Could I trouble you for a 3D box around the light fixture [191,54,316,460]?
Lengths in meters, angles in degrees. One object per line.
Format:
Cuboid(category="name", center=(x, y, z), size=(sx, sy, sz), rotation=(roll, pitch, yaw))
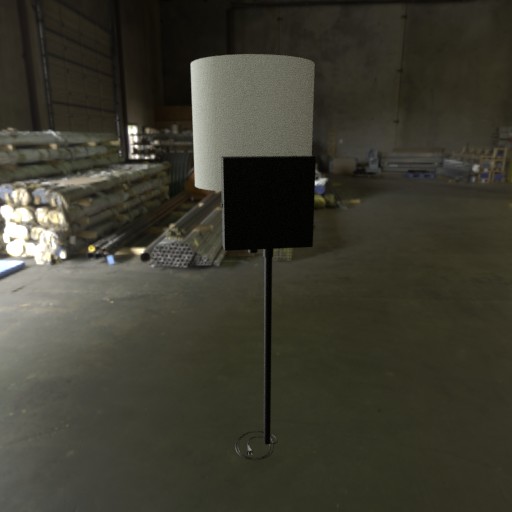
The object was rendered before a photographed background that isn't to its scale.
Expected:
Cuboid(category="light fixture", center=(0.000, 0.000, 0.727), size=(0.188, 0.589, 0.248), rotation=(-3, 15, -9))
